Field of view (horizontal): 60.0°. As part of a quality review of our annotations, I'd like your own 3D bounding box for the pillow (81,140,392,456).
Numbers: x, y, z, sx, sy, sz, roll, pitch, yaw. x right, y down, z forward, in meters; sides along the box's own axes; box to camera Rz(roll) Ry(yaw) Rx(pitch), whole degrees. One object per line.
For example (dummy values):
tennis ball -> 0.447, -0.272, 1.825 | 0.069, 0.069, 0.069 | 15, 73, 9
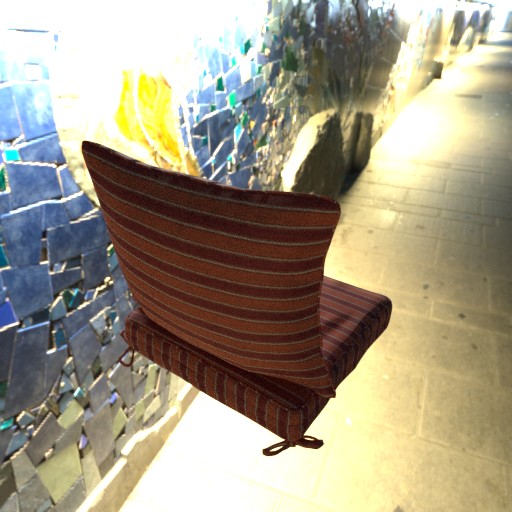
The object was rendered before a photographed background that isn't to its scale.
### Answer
pillow -> 0.000, 0.000, 1.378 | 0.799, 0.723, 0.733 | 19, 34, 32
